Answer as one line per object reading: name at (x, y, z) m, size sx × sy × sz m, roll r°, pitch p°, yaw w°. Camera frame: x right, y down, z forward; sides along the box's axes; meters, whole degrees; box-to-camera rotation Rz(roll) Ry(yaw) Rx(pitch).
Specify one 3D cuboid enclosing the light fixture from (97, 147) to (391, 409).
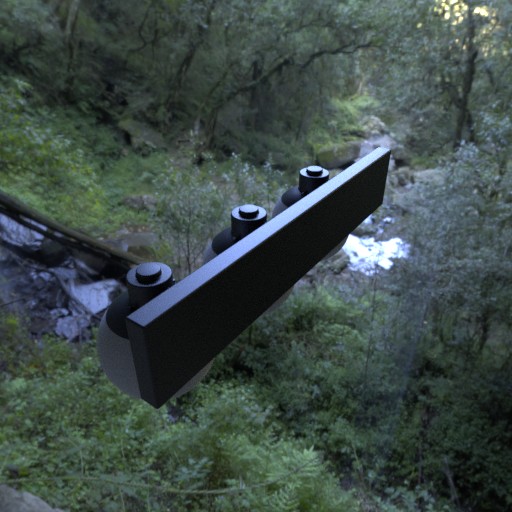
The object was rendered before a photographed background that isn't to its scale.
light fixture at (0.000, 0.000, 0.845) m, size 0.218 × 0.263 × 0.721 m, roll 21°, pitch 37°, yaw 29°
